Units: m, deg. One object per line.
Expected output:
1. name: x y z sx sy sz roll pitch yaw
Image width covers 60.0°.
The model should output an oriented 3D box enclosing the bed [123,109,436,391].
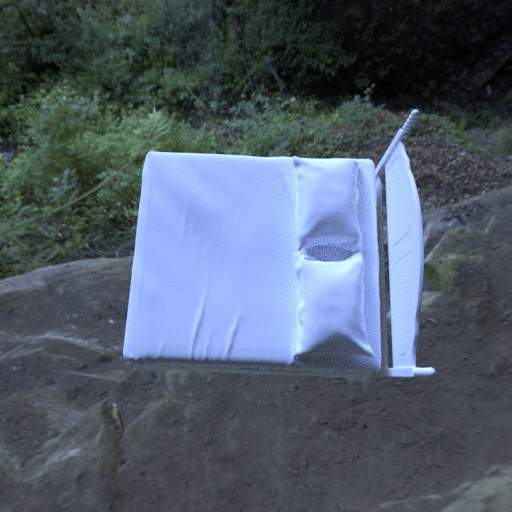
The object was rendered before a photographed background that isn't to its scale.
1. bed: 0.000 0.000 3.259 2.040 1.356 1.873 2 75 1
